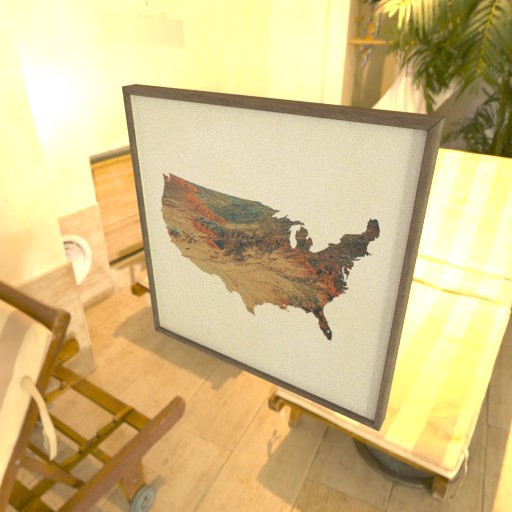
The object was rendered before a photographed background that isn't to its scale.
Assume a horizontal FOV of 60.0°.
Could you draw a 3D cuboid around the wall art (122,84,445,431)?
[{"bbox_3d":[0.000,0.000,1.108,0.749,0.751,0.050,17,33,28],"label":"wall art"}]
